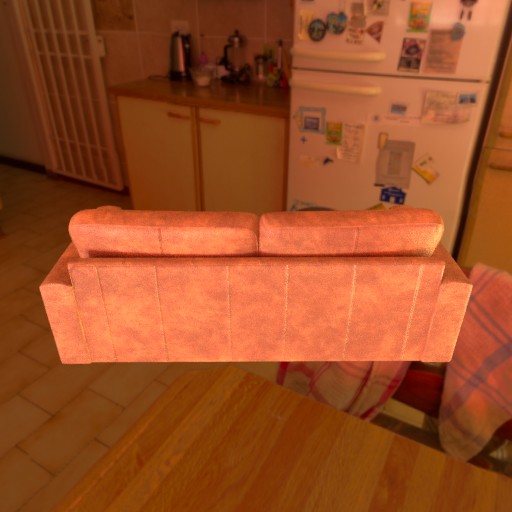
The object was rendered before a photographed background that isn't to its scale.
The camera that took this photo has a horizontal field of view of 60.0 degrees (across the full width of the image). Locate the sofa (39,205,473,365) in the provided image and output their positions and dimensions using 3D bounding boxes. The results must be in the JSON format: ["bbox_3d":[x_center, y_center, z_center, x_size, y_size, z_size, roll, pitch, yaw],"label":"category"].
[{"bbox_3d":[0.000,0.000,2.706,2.179,0.873,1.016,0,30,0],"label":"sofa"}]
